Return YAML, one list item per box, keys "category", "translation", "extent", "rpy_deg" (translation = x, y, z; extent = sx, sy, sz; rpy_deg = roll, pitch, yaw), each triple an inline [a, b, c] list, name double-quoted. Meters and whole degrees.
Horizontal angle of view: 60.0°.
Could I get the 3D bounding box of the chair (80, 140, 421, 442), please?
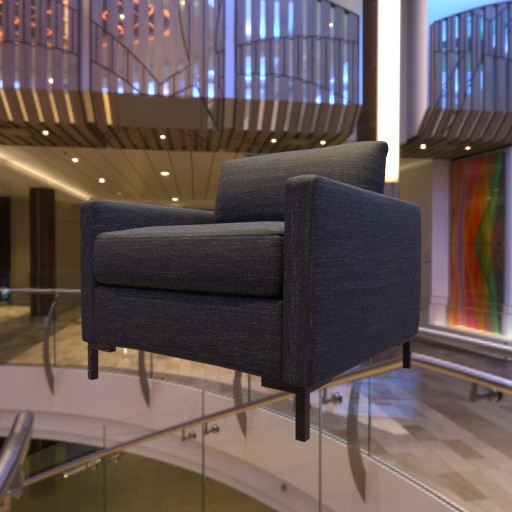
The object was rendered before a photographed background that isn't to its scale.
- category: "chair"
  translation: [0.000, 0.000, 1.613]
  extent: [0.963, 0.861, 0.866]
  rpy_deg: [1, 1, 36]
